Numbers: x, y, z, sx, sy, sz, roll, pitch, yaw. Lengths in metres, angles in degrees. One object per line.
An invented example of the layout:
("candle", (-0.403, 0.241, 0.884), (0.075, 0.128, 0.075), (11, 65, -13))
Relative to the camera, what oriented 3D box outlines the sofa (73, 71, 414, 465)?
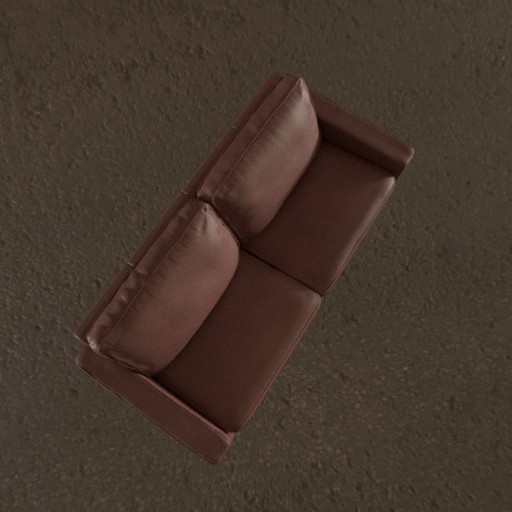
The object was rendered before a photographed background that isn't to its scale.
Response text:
("sofa", (0.000, 0.000, 2.566), (0.940, 0.919, 2.080), (33, 77, 8))
